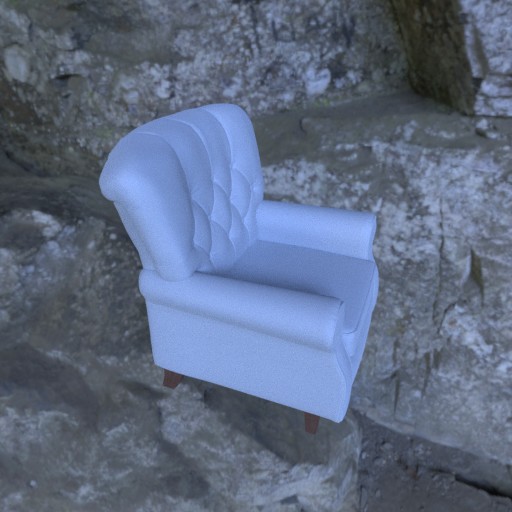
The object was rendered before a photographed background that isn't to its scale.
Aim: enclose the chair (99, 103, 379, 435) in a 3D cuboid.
[{"bbox_3d":[0.000,0.000,2.115,1.128,1.217,1.090,11,32,18],"label":"chair"}]
